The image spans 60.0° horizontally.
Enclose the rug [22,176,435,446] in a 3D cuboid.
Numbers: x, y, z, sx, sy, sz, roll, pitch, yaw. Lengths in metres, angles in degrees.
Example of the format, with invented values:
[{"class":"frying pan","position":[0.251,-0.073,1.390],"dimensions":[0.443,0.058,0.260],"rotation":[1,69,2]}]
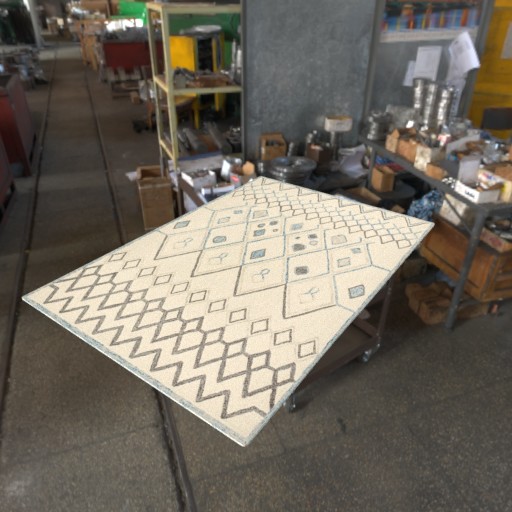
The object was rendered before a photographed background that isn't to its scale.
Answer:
[{"class":"rug","position":[0.000,0.000,2.281],"dimensions":[1.260,0.009,1.820],"rotation":[21,37,30]}]
